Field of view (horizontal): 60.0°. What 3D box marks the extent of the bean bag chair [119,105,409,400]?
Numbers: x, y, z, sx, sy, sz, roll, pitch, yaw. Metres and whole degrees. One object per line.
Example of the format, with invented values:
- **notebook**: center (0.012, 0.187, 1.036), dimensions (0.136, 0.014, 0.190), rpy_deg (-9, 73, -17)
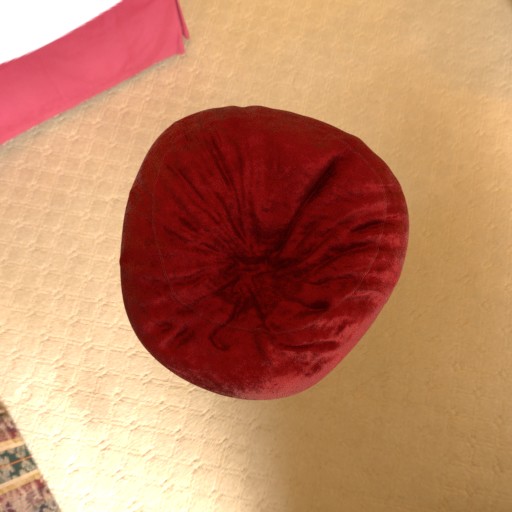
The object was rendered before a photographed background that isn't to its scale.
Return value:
- **bean bag chair**: center (0.000, 0.000, 2.465), dimensions (1.524, 0.878, 1.524), rpy_deg (18, 76, 5)
